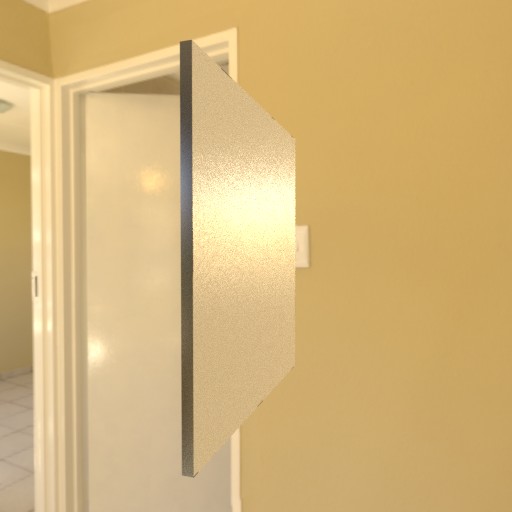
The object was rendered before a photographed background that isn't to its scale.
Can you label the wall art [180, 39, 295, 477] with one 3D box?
[{"bbox_3d":[0.000,0.000,0.663,0.014,0.445,0.446,0,1,18],"label":"wall art"}]
